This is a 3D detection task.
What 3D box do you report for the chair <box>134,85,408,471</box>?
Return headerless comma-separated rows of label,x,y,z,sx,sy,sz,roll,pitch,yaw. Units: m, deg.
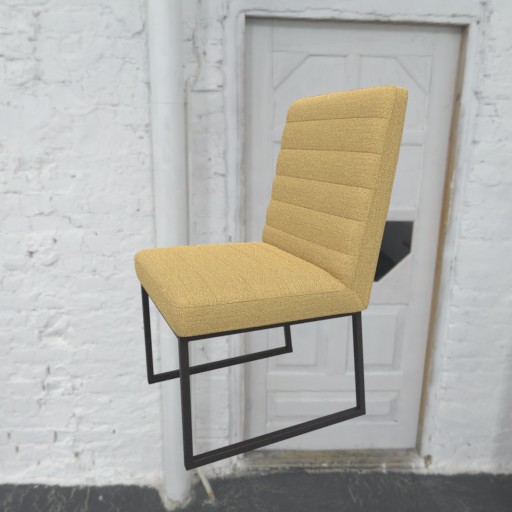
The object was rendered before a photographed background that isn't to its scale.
chair,0.000,0.000,1.308,0.634,0.930,0.520,-7,16,-24
